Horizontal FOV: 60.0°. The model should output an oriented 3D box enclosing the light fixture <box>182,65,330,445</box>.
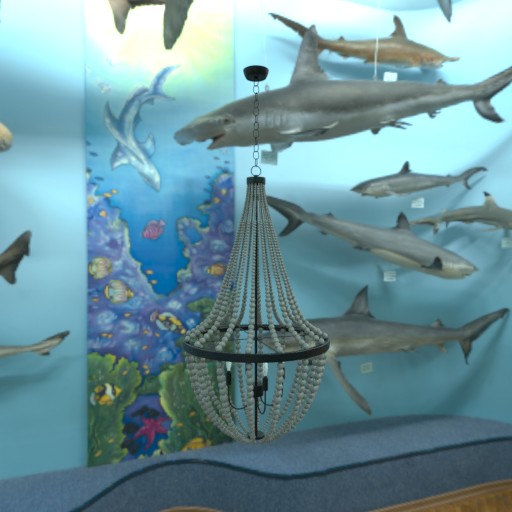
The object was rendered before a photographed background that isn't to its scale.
[{"bbox_3d":[0.000,0.000,1.364,0.450,1.133,0.450,0,1,0],"label":"light fixture"}]
